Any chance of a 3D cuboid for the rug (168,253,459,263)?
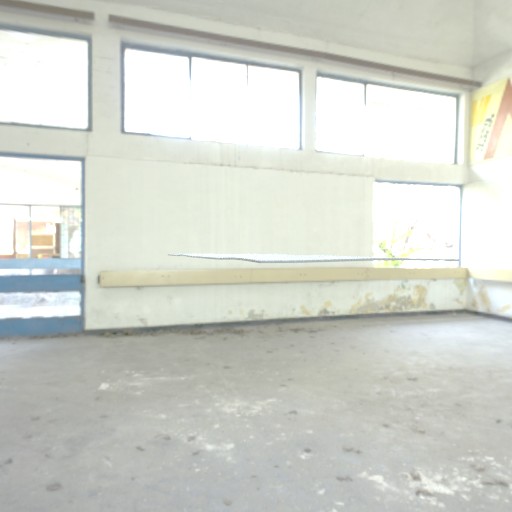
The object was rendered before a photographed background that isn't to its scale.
[{"bbox_3d":[0.000,0.000,2.650,0.762,0.013,2.439,0,1,-18],"label":"rug"}]
